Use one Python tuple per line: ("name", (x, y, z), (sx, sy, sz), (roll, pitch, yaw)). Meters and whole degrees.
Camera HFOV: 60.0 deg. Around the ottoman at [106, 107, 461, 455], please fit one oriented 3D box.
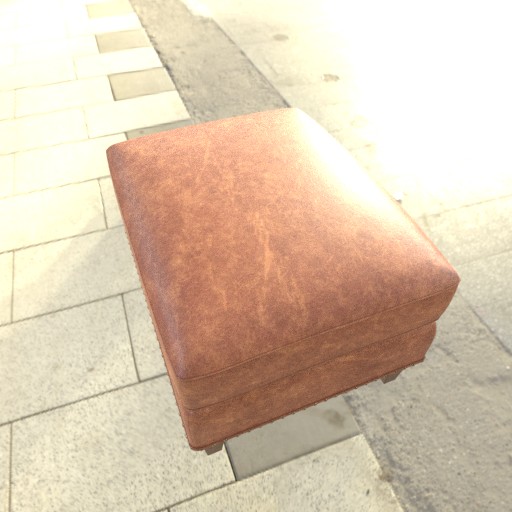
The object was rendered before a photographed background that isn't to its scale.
("ottoman", (0.000, 0.000, 1.131), (0.586, 0.486, 0.742), (-16, 48, -15))
